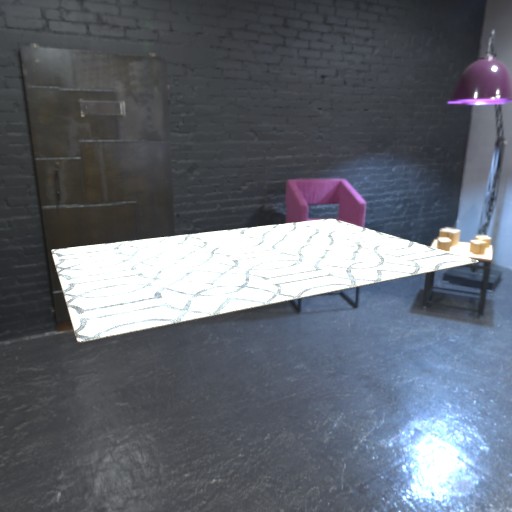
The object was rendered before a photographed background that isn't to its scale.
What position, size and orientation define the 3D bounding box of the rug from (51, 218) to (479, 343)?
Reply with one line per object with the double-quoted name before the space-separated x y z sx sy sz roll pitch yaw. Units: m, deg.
"rug" 0.000 0.000 2.901 2.365 0.017 1.521 -8 18 -26
